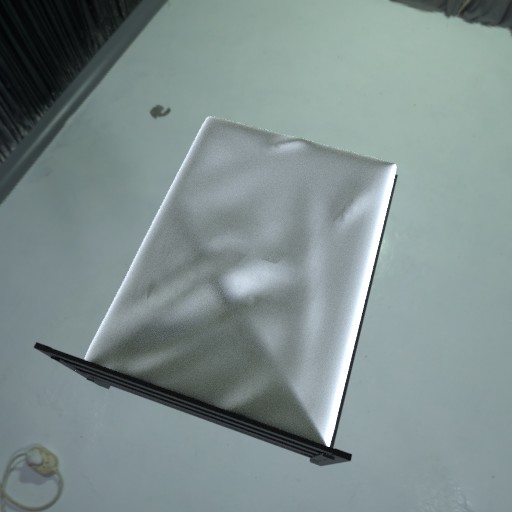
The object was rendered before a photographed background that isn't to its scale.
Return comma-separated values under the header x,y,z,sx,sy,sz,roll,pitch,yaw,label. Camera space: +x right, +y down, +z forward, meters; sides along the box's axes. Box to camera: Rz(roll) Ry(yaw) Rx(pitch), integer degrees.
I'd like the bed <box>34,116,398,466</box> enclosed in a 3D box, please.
x,y,z,sx,sy,sz,roll,pitch,yaw,label
0.000,0.000,2.837,1.524,0.967,2.062,17,65,8,bed
